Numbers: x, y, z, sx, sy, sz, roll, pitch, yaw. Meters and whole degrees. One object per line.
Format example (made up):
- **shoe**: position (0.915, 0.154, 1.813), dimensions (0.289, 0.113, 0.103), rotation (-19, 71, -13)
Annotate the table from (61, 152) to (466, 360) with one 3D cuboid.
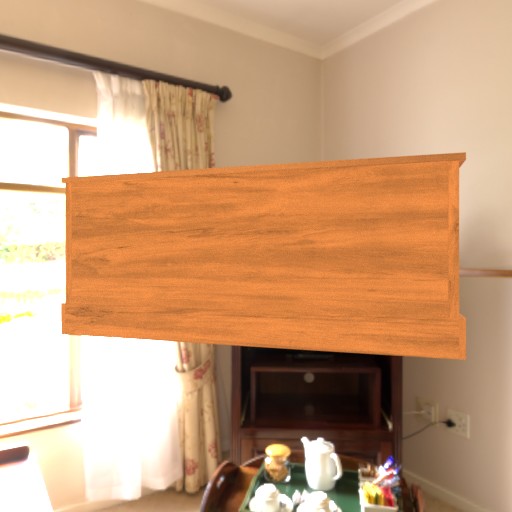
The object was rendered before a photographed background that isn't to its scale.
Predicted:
- **table**: position (0.000, 0.000, 1.455), dimensions (1.200, 0.510, 0.400), rotation (0, 0, 17)
